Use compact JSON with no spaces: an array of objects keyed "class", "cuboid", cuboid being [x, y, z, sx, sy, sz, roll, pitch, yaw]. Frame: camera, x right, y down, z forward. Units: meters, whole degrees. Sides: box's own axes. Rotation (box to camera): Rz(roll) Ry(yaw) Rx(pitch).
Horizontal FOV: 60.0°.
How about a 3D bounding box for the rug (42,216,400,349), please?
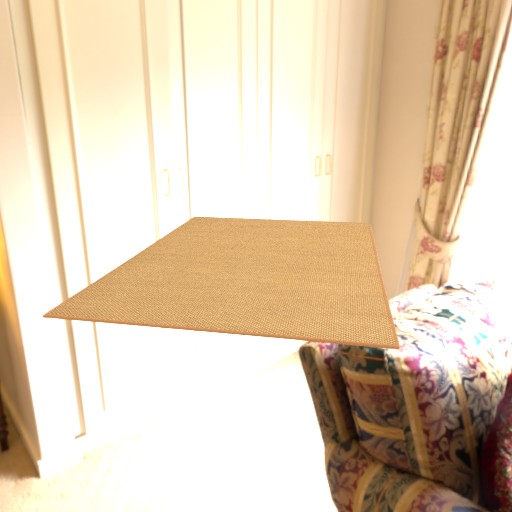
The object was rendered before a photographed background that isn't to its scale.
[{"class":"rug","cuboid":[0.000,0.000,2.814,1.524,0.013,2.134,3,17,10]}]
